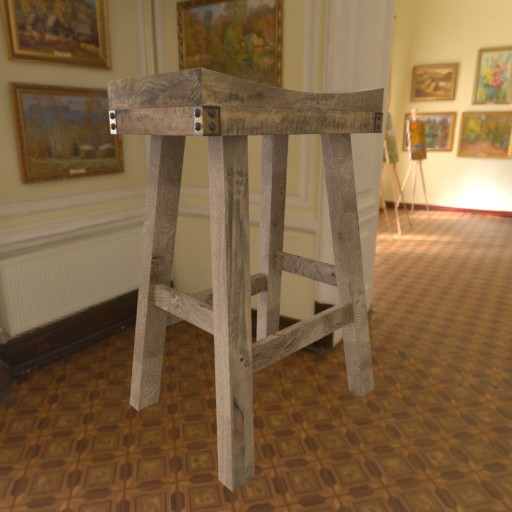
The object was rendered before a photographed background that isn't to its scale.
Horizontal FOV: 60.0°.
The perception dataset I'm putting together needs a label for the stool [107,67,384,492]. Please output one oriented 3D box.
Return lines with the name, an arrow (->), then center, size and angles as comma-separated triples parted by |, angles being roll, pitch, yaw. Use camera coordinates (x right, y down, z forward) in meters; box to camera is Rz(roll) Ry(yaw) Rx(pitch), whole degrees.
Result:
stool -> 0.000, 0.000, 0.879 | 0.450, 0.635, 0.330 | -15, 22, -42
